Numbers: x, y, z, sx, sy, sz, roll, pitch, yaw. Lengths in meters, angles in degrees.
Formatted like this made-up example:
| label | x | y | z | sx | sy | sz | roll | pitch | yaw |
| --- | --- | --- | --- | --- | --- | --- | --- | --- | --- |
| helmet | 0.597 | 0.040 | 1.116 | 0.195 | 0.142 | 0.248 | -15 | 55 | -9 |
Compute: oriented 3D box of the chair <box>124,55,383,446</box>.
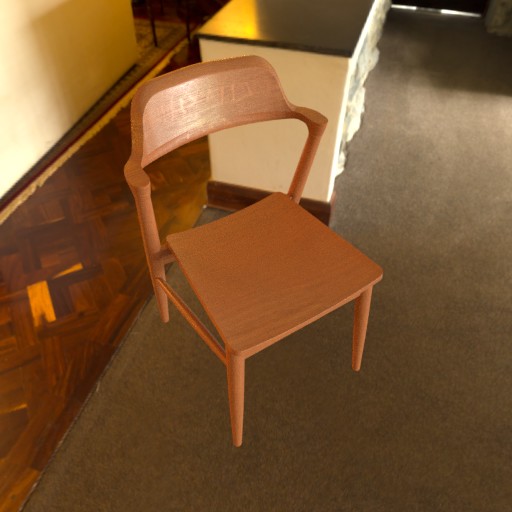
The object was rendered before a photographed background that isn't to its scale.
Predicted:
| label | x | y | z | sx | sy | sz | roll | pitch | yaw |
| --- | --- | --- | --- | --- | --- | --- | --- | --- | --- |
| chair | 0.000 | 0.000 | 1.130 | 0.496 | 0.801 | 0.499 | -25 | 51 | -22 |
